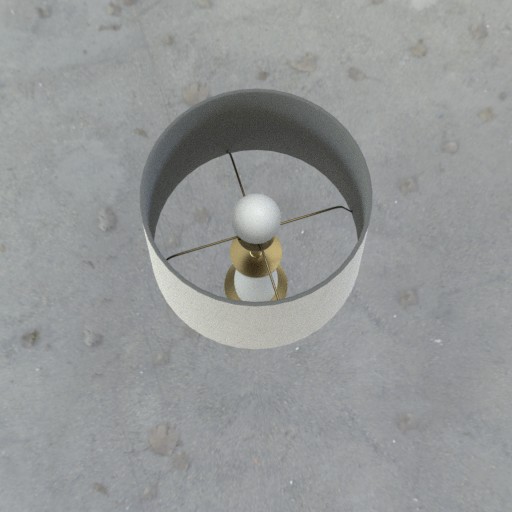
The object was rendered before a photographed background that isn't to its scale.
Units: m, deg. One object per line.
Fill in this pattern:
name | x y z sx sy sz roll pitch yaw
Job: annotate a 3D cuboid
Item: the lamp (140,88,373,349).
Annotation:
lamp | 0.000 0.000 0.728 0.309 0.545 0.309 0 75 0
